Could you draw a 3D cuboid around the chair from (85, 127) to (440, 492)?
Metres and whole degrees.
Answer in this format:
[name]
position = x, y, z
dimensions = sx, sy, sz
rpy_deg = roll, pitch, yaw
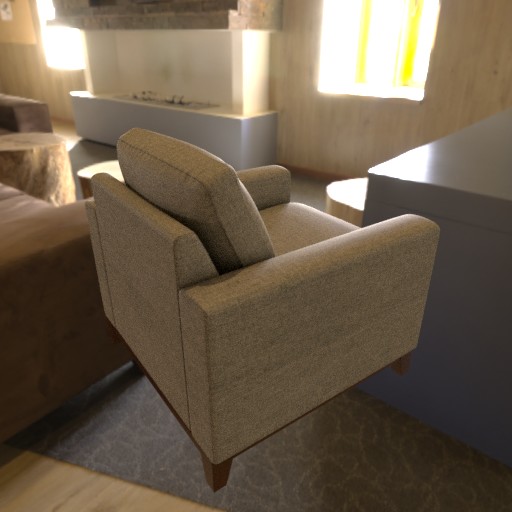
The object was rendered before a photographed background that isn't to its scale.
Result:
[chair]
position = 0.000, 0.000, 1.829
dimensions = 1.038, 1.010, 1.024
rpy_deg = -18, 32, -31
